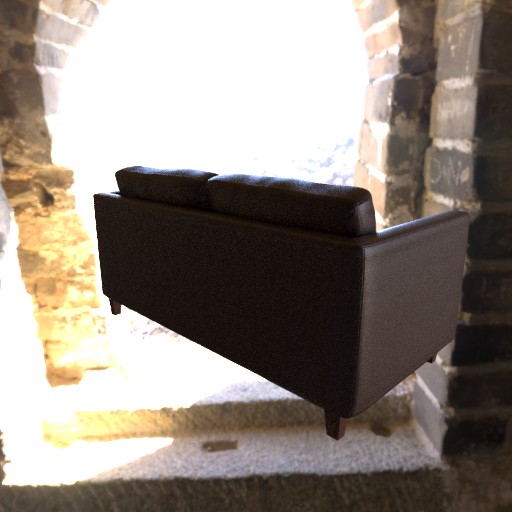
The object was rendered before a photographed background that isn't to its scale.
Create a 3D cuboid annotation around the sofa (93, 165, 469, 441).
[{"bbox_3d":[0.000,0.000,2.409,1.883,0.933,0.951,15,21,43],"label":"sofa"}]
